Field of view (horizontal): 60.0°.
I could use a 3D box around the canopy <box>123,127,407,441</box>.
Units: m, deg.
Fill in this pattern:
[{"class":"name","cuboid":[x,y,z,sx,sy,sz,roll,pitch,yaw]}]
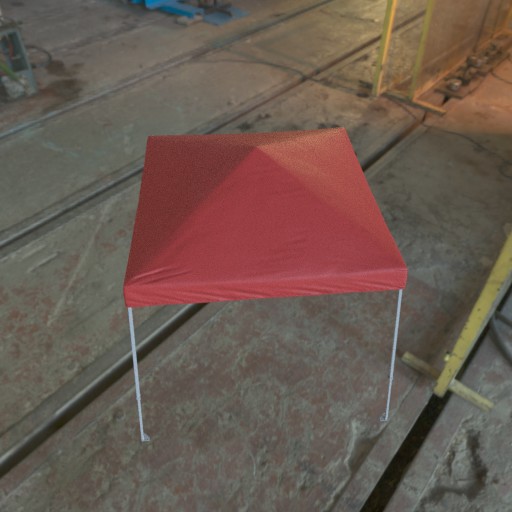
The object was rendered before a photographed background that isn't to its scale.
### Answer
[{"class":"canopy","cuboid":[0.000,0.000,6.429,3.600,3.600,3.599,-3,45,-3]}]
